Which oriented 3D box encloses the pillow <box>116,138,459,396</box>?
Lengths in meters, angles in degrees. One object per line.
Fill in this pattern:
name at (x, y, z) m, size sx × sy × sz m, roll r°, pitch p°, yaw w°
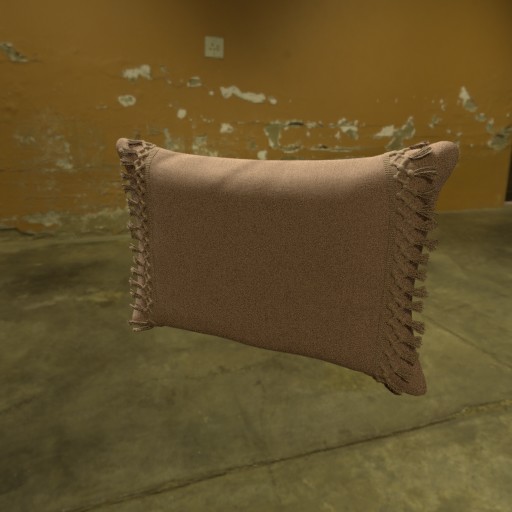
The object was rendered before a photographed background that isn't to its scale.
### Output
pillow at (0.000, 0.000, 0.593) m, size 0.466 × 0.305 × 0.084 m, roll 8°, pitch 18°, yaw 26°
